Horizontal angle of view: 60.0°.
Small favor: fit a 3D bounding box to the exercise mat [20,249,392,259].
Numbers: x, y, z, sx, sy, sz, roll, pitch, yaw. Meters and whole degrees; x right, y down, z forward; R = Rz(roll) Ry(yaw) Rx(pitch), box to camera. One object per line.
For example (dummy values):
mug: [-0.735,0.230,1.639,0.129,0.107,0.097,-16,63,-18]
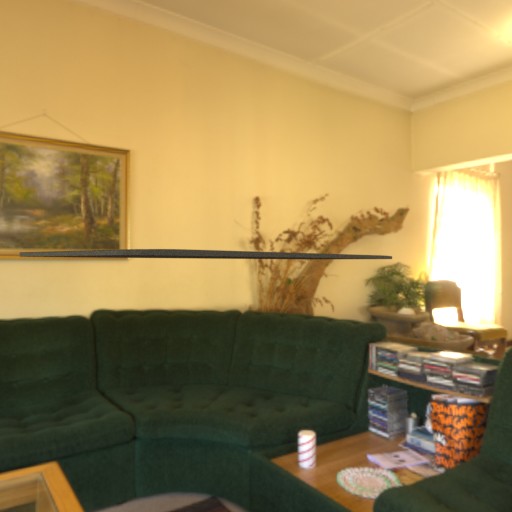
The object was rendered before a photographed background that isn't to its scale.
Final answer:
exercise mat: [0.000,0.000,2.040,0.616,0.021,1.869,-1,-1,38]
